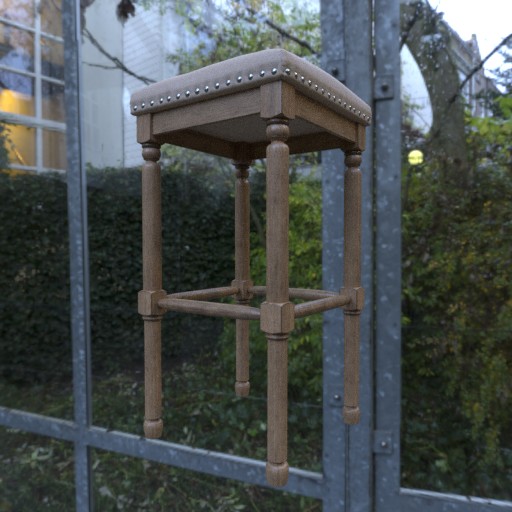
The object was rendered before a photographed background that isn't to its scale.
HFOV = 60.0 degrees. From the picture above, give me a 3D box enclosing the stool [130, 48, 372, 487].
[{"bbox_3d":[0.000,0.000,0.973,0.382,0.768,0.383,1,2,36],"label":"stool"}]
